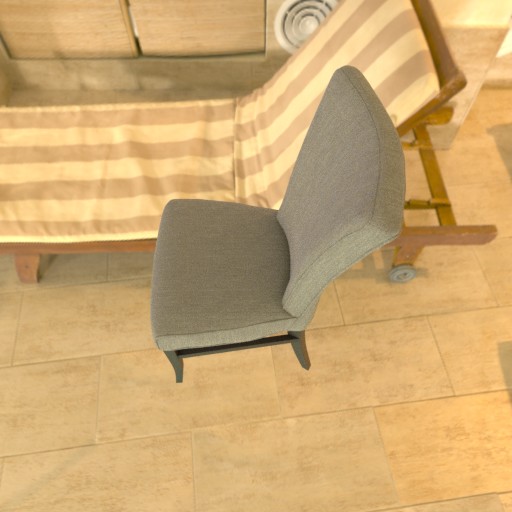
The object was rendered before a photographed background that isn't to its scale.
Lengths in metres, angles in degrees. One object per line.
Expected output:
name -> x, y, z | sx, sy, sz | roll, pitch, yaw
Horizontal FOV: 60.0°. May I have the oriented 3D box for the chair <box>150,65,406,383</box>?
chair -> 0.000, 0.000, 1.381 | 0.660, 0.991, 0.520 | -1, 58, -1
